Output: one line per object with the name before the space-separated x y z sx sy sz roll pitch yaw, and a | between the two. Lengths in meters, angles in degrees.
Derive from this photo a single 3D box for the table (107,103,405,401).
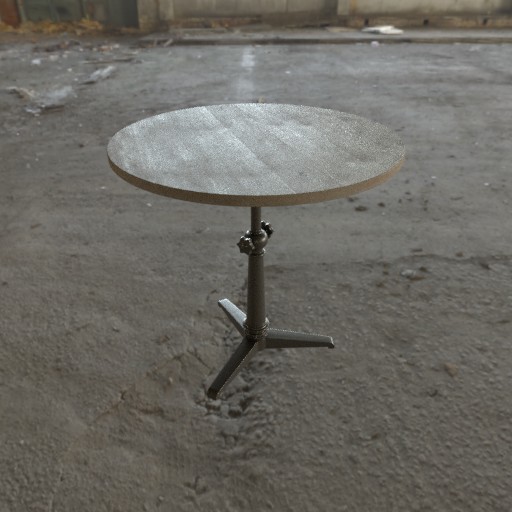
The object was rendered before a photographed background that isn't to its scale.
table | 0.000 0.000 1.439 0.800 0.780 0.800 0 32 0
